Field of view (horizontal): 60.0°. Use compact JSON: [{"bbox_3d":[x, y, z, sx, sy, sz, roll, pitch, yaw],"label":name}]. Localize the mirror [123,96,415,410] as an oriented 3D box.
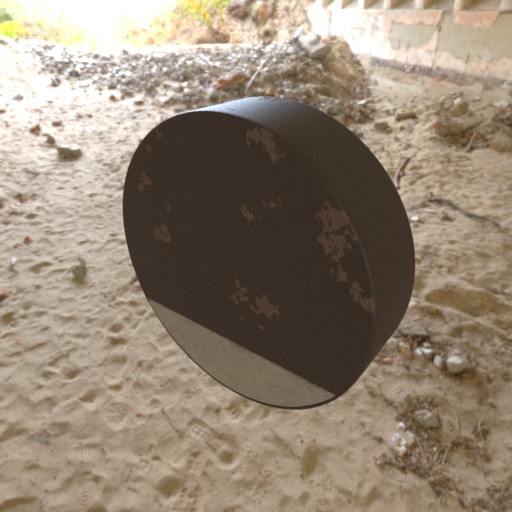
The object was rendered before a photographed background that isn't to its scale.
[{"bbox_3d":[0.000,0.000,0.581,0.386,0.386,0.126,20,35,32],"label":"mirror"}]
